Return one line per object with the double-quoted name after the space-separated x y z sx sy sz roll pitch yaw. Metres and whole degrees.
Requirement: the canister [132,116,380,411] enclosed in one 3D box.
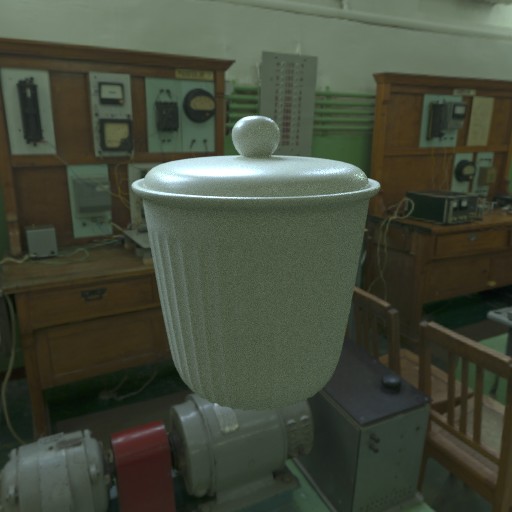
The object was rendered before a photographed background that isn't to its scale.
0.000 0.000 0.349 0.181 0.211 0.181 0 16 0 "canister"
